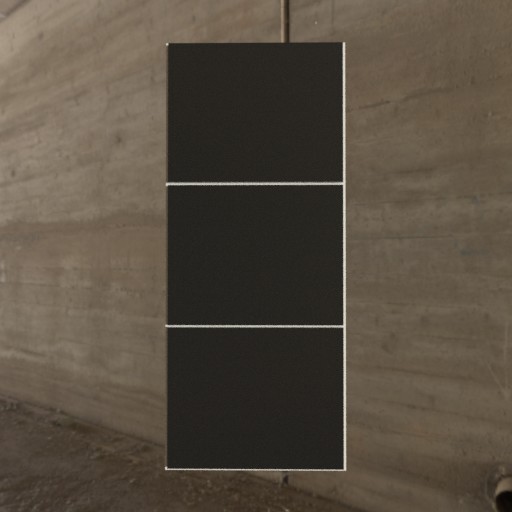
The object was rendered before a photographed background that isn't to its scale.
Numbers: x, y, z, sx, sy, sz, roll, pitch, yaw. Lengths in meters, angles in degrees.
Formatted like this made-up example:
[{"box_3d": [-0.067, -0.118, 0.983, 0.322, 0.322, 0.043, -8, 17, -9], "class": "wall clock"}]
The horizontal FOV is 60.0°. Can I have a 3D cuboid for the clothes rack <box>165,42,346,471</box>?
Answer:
[{"box_3d": [0.000, 0.000, 1.384, 0.500, 1.187, 0.330, 0, -1, 1], "class": "clothes rack"}]
